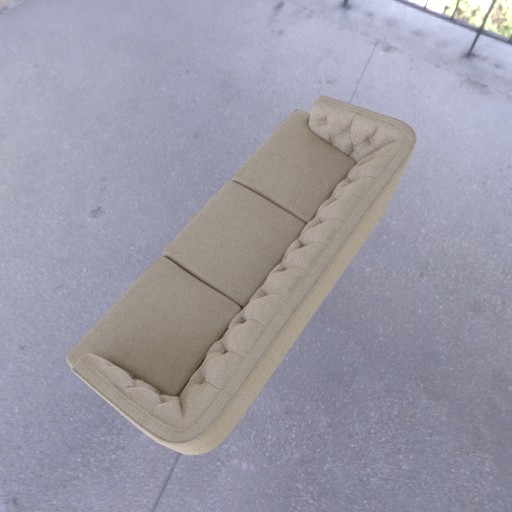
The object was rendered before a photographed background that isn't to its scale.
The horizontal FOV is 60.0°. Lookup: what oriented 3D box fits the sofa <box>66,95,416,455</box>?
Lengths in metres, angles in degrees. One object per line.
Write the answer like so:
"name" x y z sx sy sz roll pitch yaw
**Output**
"sofa" 0.000 0.000 2.653 0.913 0.788 2.235 33 67 16
